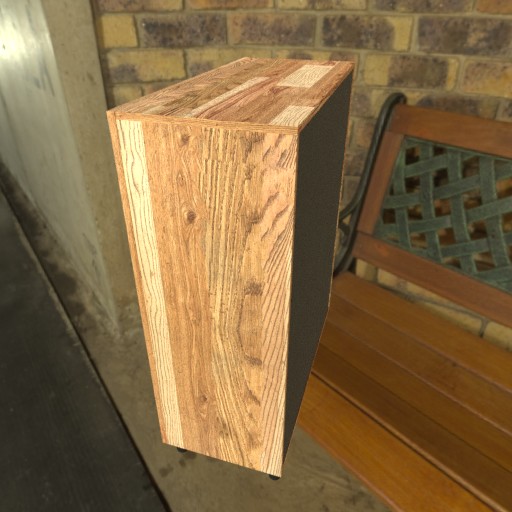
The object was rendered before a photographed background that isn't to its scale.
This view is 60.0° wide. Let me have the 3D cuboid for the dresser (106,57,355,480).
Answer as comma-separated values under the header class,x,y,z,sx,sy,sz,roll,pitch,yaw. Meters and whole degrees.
class,x,y,z,sx,sy,sz,roll,pitch,yaw
dresser,0.000,0.000,1.660,0.480,1.243,0.966,9,32,15
